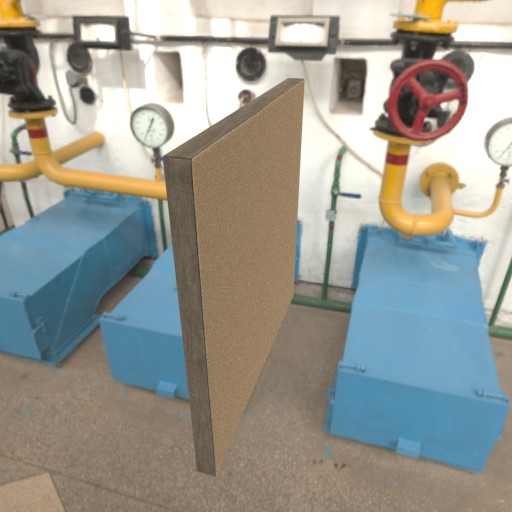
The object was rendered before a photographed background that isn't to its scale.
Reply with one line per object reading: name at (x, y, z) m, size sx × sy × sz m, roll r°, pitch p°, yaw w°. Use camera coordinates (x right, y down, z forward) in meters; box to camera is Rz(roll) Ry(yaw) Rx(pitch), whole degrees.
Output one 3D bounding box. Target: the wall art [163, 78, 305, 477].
wall art at (0.000, 0.000, 1.141) m, size 0.050 × 0.751 × 0.749 m, roll 9°, pitch 32°, yaw 15°
